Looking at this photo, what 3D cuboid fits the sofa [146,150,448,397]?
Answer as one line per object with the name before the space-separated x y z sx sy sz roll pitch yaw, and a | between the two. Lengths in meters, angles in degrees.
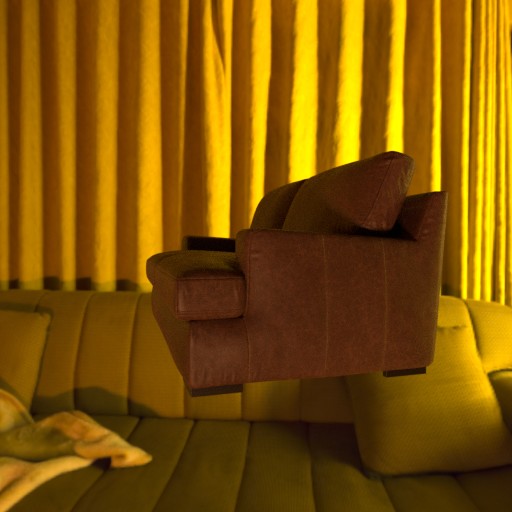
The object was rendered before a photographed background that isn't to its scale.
sofa | 0.000 0.000 2.531 1.143 0.939 1.880 -1 2 -17
